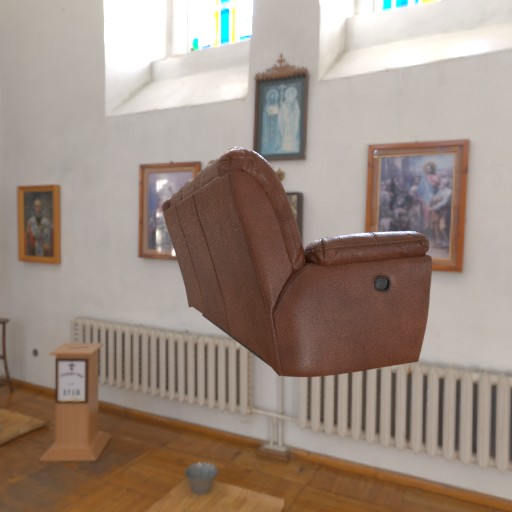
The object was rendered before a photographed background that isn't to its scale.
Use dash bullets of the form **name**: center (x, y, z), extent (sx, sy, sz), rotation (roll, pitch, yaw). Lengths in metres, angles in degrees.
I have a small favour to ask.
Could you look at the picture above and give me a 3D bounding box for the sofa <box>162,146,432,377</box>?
- **sofa**: center (0.000, 0.000, 2.929), extent (0.991, 1.043, 2.337), rotation (0, 1, -18)
